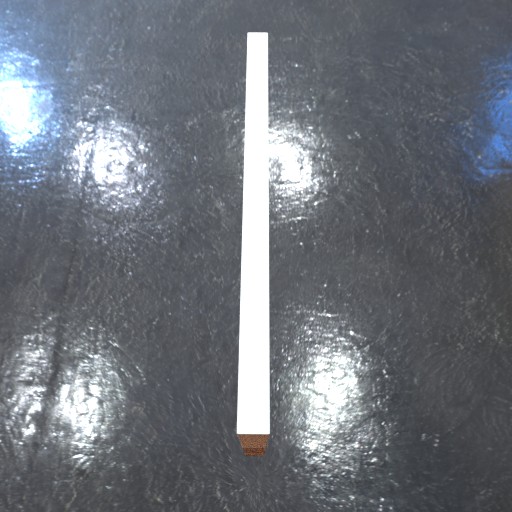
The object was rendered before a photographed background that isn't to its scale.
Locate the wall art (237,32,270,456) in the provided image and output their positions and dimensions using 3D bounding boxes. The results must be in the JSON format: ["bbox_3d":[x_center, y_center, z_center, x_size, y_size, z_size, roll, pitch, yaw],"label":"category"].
[{"bbox_3d":[0.000,0.000,1.146,0.050,0.610,0.914,0,63,0],"label":"wall art"}]
